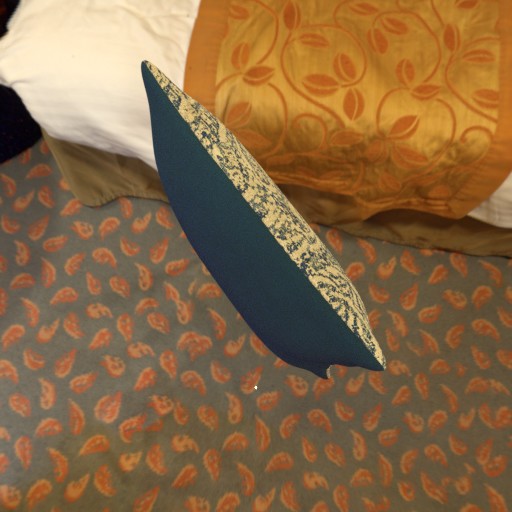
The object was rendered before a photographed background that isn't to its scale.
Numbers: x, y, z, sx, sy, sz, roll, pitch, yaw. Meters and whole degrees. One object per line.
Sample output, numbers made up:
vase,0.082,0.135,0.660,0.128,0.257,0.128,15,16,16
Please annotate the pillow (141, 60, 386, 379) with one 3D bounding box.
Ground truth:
pillow,0.000,0.000,0.799,0.166,0.510,0.523,-35,77,-10
